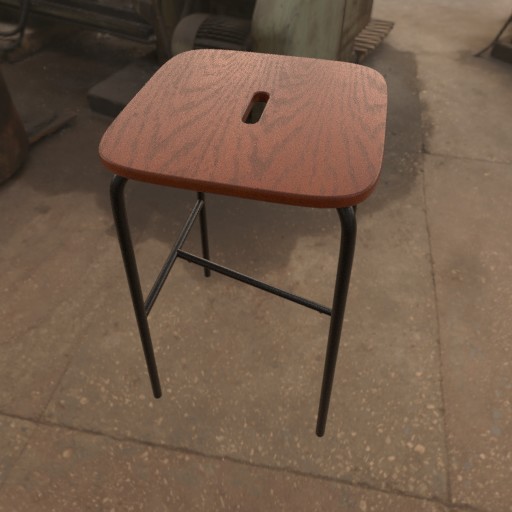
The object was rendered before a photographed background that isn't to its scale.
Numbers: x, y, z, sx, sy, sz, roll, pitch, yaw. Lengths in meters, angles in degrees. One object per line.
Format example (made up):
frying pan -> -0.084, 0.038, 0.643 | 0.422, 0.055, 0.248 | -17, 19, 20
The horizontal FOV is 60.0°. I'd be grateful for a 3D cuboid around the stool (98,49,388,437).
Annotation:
stool -> 0.000, 0.000, 0.842 | 0.376, 0.610, 0.376 | 10, 48, 9
